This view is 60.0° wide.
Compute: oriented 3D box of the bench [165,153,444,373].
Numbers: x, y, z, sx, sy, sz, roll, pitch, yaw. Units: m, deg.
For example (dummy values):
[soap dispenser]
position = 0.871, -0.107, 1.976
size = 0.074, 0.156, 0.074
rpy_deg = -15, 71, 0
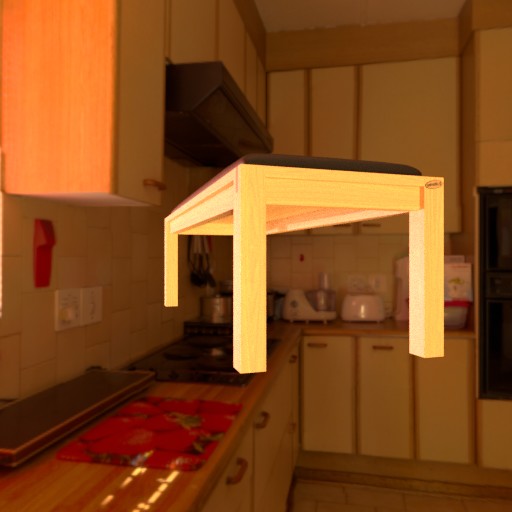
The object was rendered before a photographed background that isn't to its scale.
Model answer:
[bench]
position = 0.000, 0.000, 1.443
size = 0.450, 0.430, 1.202
rpy_deg = 0, 0, -18
